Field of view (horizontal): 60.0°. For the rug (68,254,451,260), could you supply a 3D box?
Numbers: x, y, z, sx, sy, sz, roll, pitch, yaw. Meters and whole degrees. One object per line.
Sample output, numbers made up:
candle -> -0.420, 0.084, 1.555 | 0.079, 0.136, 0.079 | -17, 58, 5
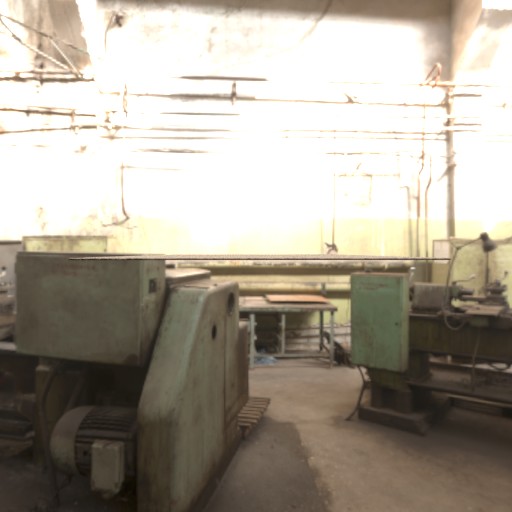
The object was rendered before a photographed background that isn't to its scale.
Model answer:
rug -> 0.000, 0.000, 2.982 | 1.546, 0.010, 2.442 | 0, 1, -1
